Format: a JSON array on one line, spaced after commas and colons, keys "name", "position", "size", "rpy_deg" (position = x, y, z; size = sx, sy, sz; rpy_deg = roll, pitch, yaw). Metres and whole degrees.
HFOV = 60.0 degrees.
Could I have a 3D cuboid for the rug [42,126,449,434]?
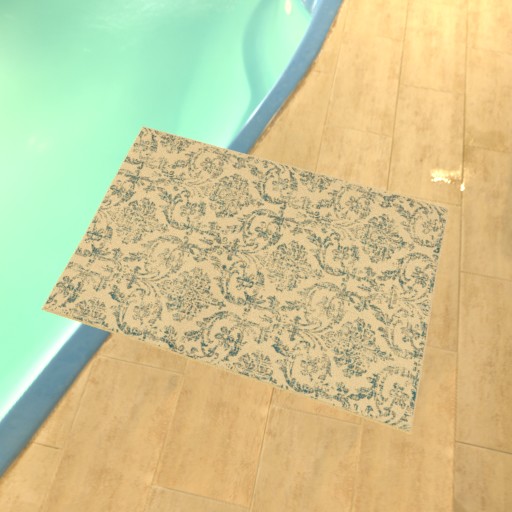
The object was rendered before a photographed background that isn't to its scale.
[{"name": "rug", "position": [0.000, 0.000, 3.460], "size": [2.746, 0.018, 1.819], "rpy_deg": [17, 66, 7]}]
